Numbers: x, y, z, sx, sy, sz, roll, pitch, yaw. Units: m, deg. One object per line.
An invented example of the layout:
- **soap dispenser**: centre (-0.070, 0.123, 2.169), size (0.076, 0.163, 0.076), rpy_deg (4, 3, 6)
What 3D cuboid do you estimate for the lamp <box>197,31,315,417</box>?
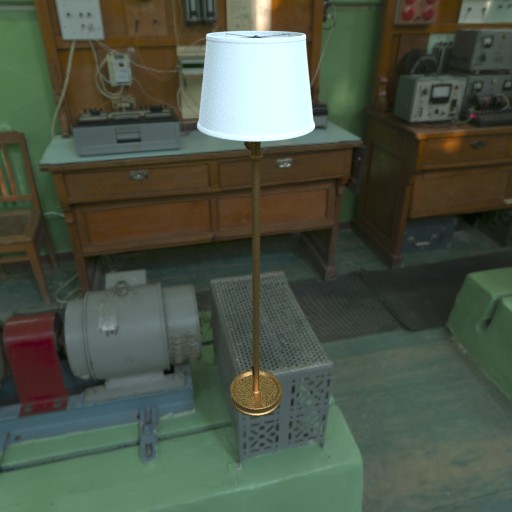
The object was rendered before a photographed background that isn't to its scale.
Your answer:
- **lamp**: centre (0.000, 0.000, 0.792), size (0.178, 0.710, 0.178), rpy_deg (0, 30, 0)
